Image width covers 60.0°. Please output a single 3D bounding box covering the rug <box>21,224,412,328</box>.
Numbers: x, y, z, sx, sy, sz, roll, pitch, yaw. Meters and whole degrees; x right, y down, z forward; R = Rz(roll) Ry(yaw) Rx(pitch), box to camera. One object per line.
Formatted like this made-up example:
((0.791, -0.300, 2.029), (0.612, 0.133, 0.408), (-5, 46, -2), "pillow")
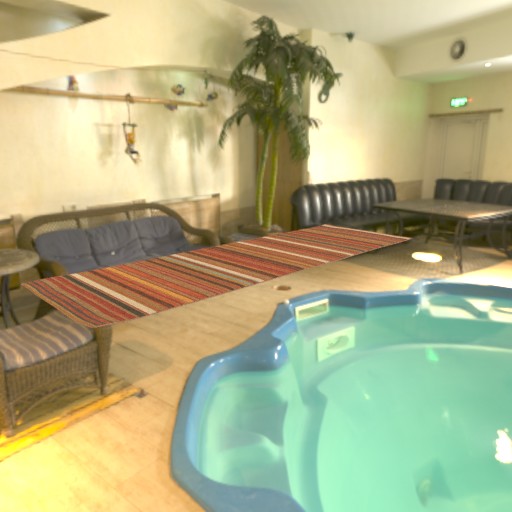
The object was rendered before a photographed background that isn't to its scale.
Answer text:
((0.000, 0.000, 2.713), (2.444, 0.030, 0.799), (-13, 19, -43), "rug")
